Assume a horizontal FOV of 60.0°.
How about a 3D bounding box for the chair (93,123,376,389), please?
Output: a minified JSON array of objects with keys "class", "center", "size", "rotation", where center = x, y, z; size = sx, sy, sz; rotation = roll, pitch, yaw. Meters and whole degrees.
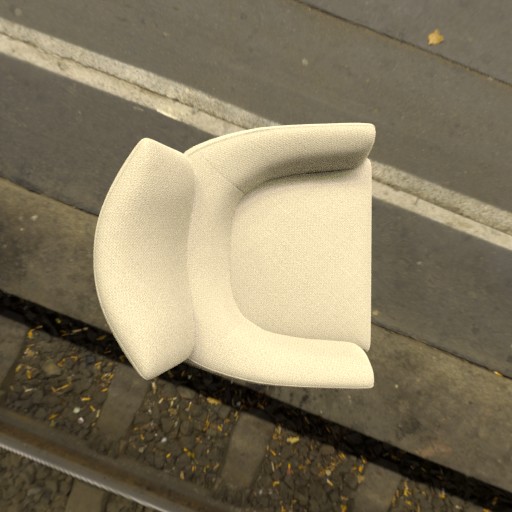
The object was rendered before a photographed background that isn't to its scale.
[{"class":"chair","center":[0.000,0.000,1.385],"size":[0.730,0.810,0.760],"rotation":[0,91,2]}]
